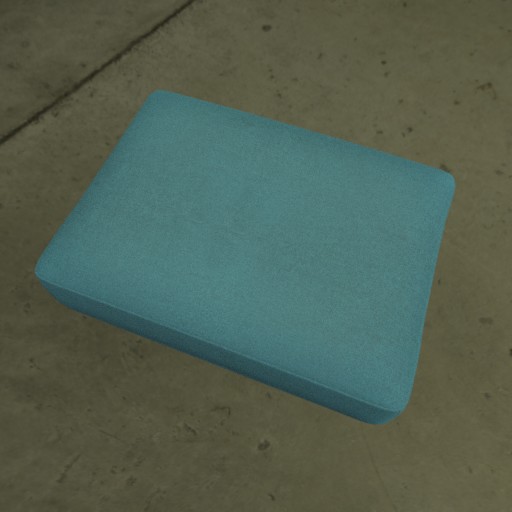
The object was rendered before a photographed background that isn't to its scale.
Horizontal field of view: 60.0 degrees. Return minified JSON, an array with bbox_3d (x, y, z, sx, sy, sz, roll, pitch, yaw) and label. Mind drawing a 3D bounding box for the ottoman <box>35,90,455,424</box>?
[{"bbox_3d":[0.000,0.000,1.043,0.749,0.428,0.549,19,65,9],"label":"ottoman"}]
